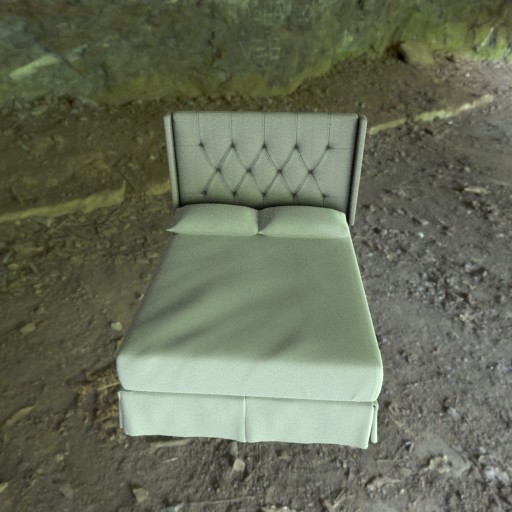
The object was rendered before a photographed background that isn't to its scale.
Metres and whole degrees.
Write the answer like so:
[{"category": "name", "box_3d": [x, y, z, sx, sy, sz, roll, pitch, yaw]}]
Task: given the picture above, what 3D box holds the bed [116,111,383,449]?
[{"category": "bed", "box_3d": [0.000, 0.000, 3.346, 1.719, 1.665, 2.066, 2, 31, 3]}]
